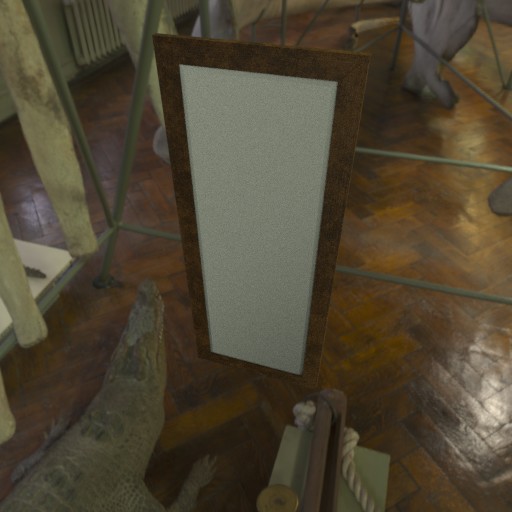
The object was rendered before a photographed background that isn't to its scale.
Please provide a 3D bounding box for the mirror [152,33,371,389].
[{"bbox_3d":[0.000,0.000,2.264,0.812,2.031,0.032,12,43,13],"label":"mirror"}]
